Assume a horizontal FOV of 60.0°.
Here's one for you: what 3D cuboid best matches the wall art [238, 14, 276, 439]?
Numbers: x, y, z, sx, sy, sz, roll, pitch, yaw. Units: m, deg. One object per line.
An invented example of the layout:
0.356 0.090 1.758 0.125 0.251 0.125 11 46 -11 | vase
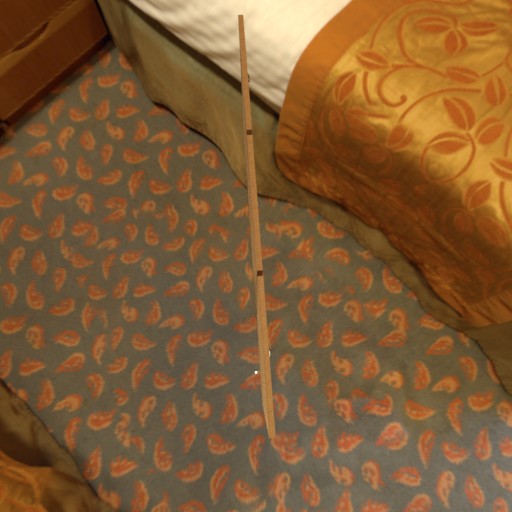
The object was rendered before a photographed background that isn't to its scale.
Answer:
0.000 0.000 1.348 0.018 0.913 0.915 -4 75 -1 | wall art
